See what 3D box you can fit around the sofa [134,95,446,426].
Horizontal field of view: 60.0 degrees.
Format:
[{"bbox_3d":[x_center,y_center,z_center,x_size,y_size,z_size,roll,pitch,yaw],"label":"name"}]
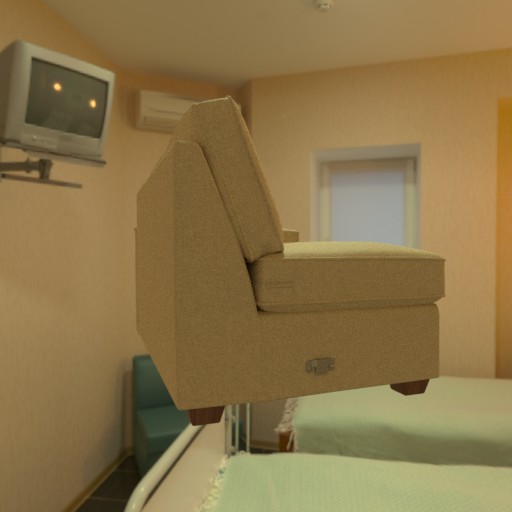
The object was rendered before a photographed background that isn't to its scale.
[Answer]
[{"bbox_3d":[0.000,0.000,2.051,0.991,0.989,1.388,0,1,-20],"label":"sofa"}]
